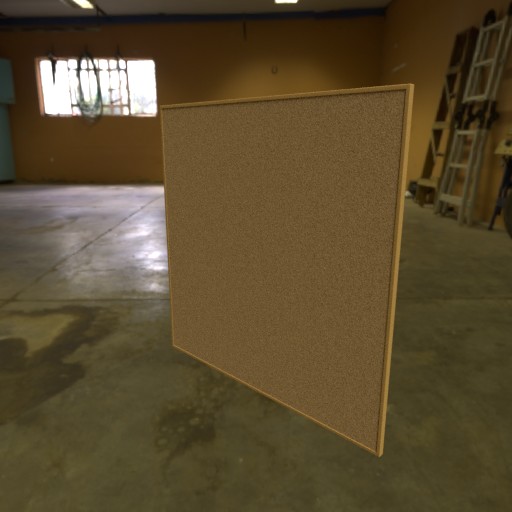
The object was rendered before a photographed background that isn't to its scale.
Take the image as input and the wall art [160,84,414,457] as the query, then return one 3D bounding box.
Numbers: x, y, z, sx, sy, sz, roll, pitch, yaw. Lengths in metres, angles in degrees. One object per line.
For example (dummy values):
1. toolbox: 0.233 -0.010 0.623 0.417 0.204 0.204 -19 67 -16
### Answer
1. wall art: 0.000 0.000 0.972 0.657 0.655 0.014 14 20 42
